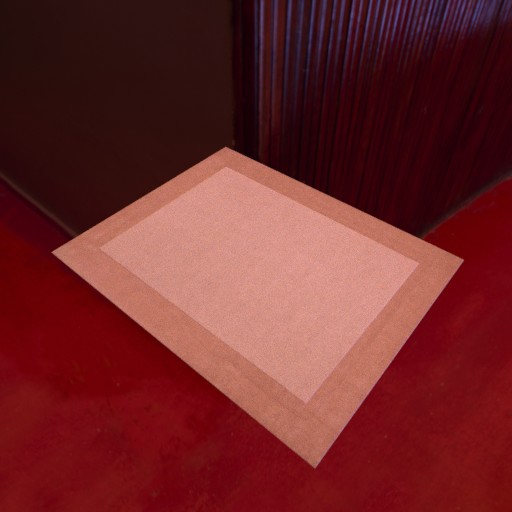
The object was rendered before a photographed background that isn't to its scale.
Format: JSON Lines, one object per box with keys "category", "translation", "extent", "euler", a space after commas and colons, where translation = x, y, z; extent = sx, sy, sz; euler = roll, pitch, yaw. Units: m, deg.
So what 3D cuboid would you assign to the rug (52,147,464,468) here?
{"category": "rug", "translation": [0.000, 0.000, 4.193], "extent": [3.048, 0.014, 2.438], "euler": [31, 53, 27]}
